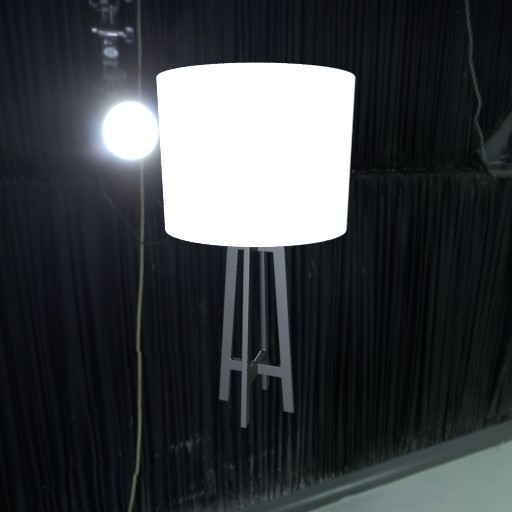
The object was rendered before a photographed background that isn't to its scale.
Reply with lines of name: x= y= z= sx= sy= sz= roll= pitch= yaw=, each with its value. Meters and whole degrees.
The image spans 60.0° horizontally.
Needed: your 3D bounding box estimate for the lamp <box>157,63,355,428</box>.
lamp: x=0.000 y=0.000 z=0.647 sx=0.257 sy=0.489 sz=0.257 roll=-7 pitch=16 yaw=-27
